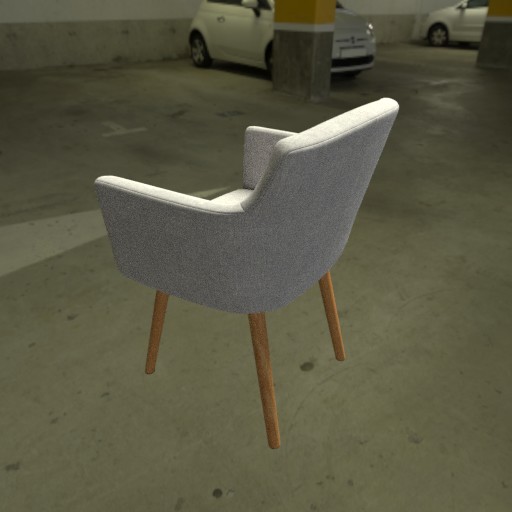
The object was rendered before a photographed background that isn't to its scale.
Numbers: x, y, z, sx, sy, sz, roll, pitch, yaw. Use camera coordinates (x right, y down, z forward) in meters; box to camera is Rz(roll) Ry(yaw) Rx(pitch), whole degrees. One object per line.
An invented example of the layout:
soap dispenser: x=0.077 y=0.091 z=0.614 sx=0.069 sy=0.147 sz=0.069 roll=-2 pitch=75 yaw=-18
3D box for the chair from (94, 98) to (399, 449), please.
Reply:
chair: x=0.000 y=0.000 z=1.132 sx=0.540 sy=0.780 sz=0.570 roll=19 pitch=35 yaw=30
